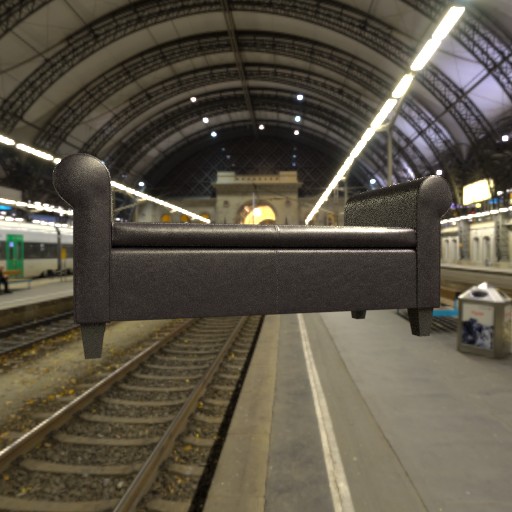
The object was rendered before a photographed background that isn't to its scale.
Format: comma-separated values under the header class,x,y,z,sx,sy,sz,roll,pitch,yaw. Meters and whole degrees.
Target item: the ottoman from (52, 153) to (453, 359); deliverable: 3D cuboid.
class,x,y,z,sx,sy,sz,roll,pitch,yaw
ottoman,0.000,0.000,1.567,1.256,0.547,0.521,0,0,-17
